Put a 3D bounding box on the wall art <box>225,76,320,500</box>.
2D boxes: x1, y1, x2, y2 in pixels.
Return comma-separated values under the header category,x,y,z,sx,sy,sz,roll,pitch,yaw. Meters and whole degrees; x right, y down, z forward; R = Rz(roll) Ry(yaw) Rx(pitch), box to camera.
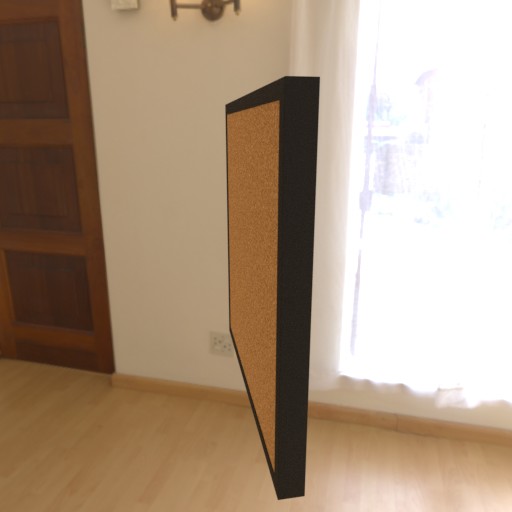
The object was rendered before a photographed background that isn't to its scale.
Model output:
category,x,y,z,sx,sy,sz,roll,pitch,yaw
wall art,0.000,0.000,0.738,0.036,0.503,0.506,-3,16,-10
